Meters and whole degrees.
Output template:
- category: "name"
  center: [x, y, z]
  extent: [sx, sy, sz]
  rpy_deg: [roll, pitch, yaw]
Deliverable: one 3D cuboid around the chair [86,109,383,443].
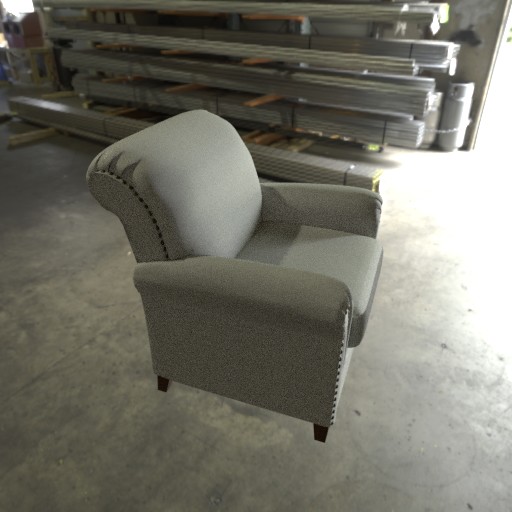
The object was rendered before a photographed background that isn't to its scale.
- category: "chair"
  center: [0.000, 0.000, 1.657]
  extent: [0.890, 0.927, 0.854]
  rpy_deg: [11, 32, 18]
